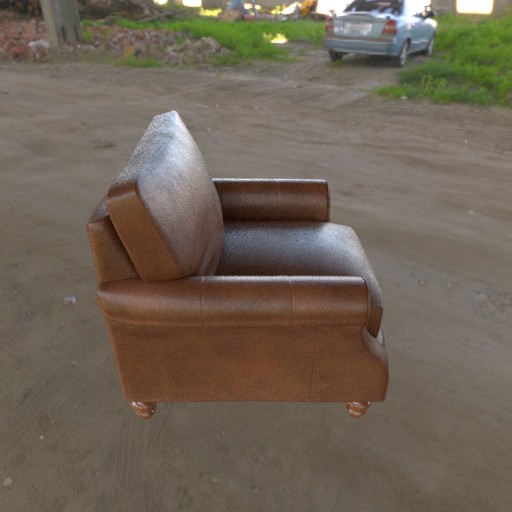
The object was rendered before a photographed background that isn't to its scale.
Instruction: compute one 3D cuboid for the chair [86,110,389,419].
[{"bbox_3d":[0.000,0.000,1.752,0.992,0.972,0.989,0,31,0],"label":"chair"}]
